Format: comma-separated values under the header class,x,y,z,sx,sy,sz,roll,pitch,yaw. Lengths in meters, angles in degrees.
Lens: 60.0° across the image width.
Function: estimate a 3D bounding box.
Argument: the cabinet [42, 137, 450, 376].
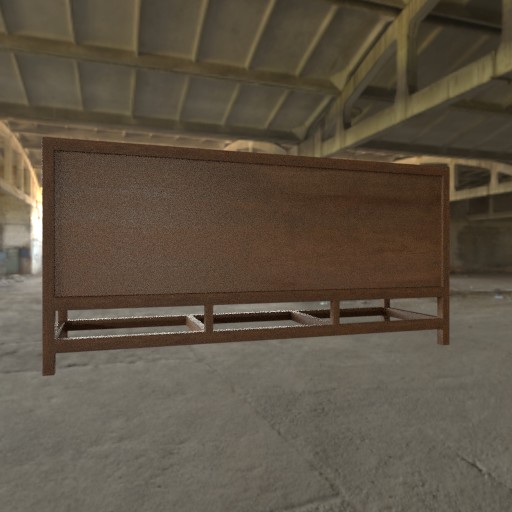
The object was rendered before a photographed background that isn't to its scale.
class,x,y,z,sx,sy,sz,roll,pitch,yaw
cabinet,0.000,0.000,2.028,1.708,0.820,0.522,0,0,-18
